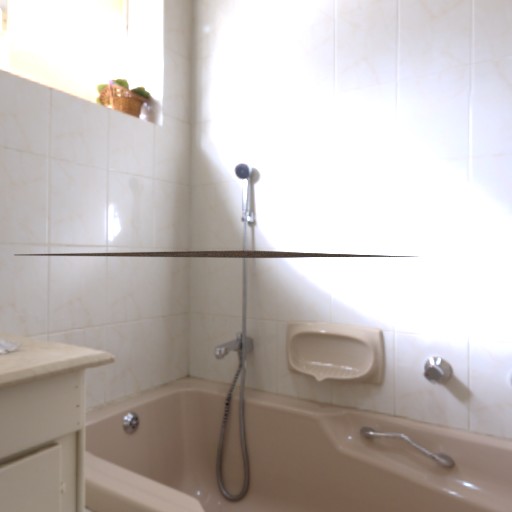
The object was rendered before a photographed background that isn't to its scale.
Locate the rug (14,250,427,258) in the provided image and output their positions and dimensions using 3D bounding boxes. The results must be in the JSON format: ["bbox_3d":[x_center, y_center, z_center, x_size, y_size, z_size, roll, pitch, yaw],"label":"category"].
[{"bbox_3d":[0.000,0.000,2.262,1.217,0.005,1.818,0,-1,35],"label":"rug"}]
